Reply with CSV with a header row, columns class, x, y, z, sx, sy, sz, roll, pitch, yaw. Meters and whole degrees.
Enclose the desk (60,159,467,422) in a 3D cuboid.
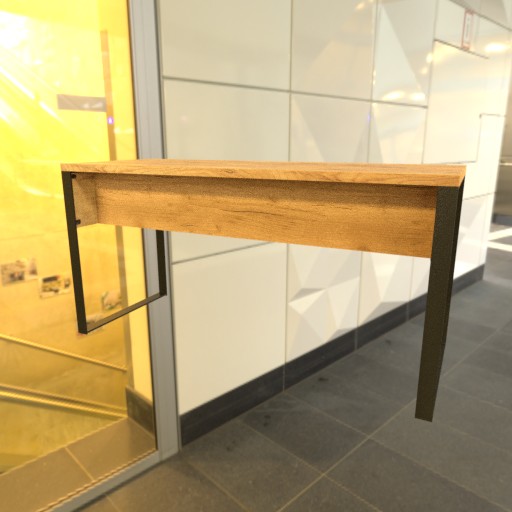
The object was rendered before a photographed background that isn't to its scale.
class,x,y,z,sx,sy,sz,roll,pitch,yaw
desk,0.000,0.000,1.872,1.520,0.760,0.600,7,16,25
